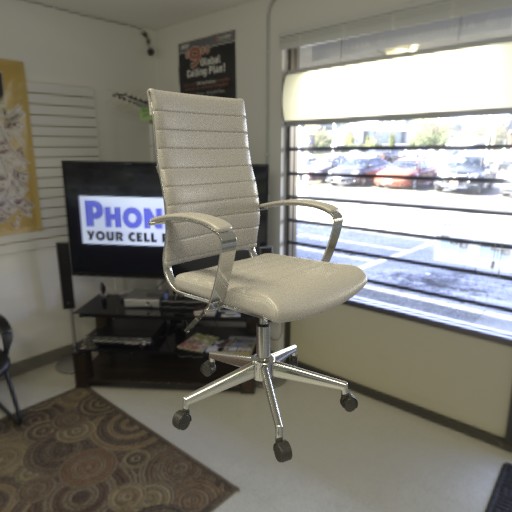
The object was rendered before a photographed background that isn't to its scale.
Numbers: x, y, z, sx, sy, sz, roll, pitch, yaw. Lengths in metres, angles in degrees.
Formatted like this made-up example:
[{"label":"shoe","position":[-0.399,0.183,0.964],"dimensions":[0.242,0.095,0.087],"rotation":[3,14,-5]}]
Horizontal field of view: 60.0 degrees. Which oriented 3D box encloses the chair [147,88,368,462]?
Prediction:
[{"label":"chair","position":[0.000,0.000,1.593],"dimensions":[0.667,1.149,0.679],"rotation":[13,19,43]}]
